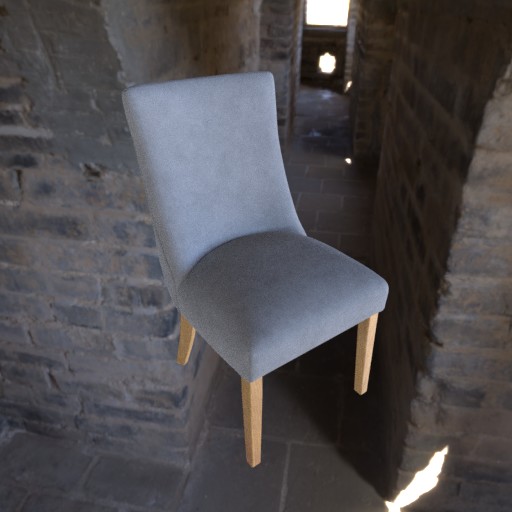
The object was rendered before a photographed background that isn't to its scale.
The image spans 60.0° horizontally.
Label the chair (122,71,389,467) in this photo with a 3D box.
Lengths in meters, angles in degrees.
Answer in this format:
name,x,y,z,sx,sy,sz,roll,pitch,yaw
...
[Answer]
name,x,y,z,sx,sy,sz,roll,pitch,yaw
chair,0.000,0.000,1.278,0.495,0.902,0.610,-21,37,-30
